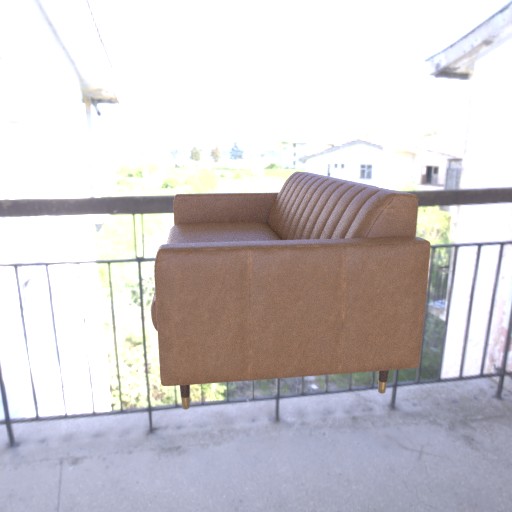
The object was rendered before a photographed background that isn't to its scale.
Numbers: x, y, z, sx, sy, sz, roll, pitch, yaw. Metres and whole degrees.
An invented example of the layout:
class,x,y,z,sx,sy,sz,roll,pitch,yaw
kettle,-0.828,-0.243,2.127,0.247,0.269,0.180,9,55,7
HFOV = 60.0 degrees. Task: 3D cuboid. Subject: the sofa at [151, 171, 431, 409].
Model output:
class,x,y,z,sx,sy,sz,roll,pitch,yaw
sofa,0.000,0.000,2.406,0.993,0.821,1.847,-2,14,-8
